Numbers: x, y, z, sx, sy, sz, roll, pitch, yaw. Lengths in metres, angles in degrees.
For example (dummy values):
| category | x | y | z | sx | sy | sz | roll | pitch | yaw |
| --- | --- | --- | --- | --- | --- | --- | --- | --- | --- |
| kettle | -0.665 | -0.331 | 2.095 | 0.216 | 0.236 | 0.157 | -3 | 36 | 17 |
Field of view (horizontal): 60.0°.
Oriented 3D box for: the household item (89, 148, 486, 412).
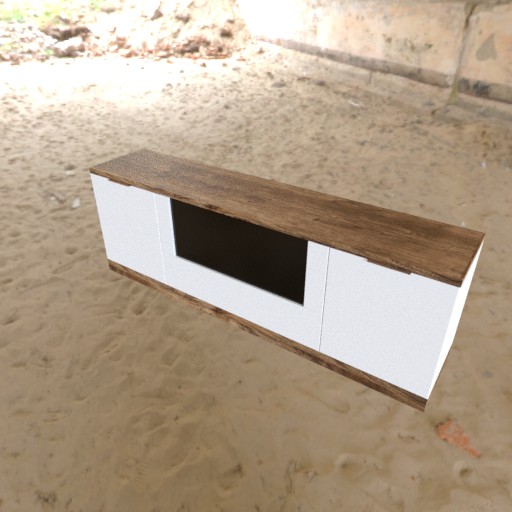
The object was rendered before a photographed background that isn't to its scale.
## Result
| category | x | y | z | sx | sy | sz | roll | pitch | yaw |
| --- | --- | --- | --- | --- | --- | --- | --- | --- | --- |
| household item | 0.000 | 0.000 | 2.101 | 1.800 | 0.615 | 0.390 | 19 | 36 | 29 |
